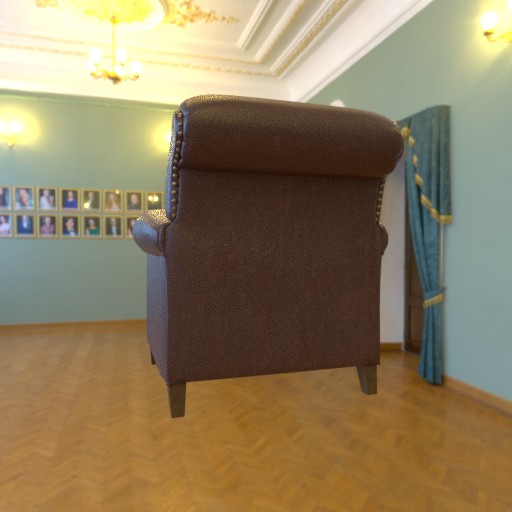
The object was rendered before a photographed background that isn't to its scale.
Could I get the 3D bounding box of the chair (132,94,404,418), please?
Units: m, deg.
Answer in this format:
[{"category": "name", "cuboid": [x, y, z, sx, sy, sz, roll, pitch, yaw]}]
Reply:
[{"category": "chair", "cuboid": [0.000, 0.000, 1.643, 0.854, 0.927, 0.890, 0, 1, -18]}]
